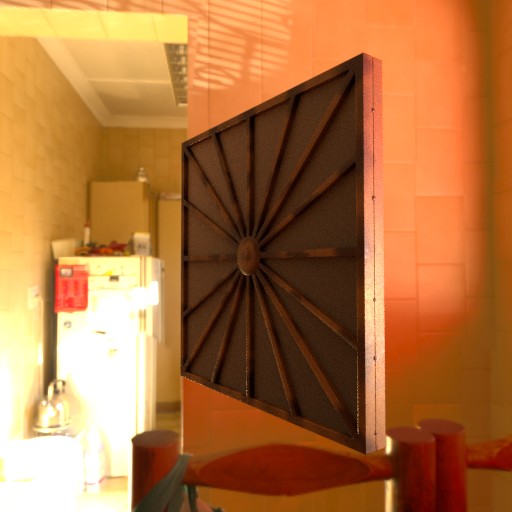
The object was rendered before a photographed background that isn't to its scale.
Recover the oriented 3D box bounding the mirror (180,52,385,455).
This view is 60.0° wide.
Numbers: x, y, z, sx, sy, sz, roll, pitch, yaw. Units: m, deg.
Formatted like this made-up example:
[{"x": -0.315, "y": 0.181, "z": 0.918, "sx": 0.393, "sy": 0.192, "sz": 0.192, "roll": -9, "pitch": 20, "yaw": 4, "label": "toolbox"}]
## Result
[{"x": 0.000, "y": 0.000, "z": 0.772, "sx": 0.042, "sy": 0.507, "sz": 0.509, "roll": 1, "pitch": -2, "yaw": -36, "label": "mirror"}]
